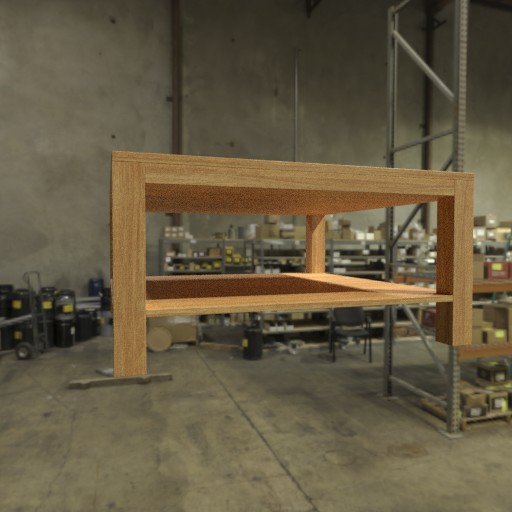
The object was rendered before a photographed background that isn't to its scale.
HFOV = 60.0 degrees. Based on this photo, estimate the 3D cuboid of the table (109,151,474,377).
[{"bbox_3d":[0.000,0.000,1.447,0.900,0.450,0.900,-1,2,-19],"label":"table"}]
